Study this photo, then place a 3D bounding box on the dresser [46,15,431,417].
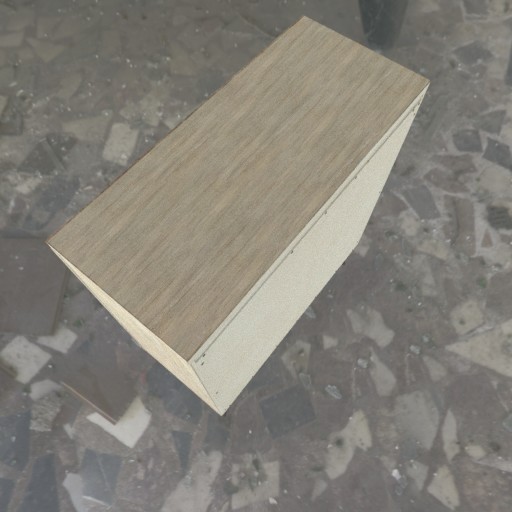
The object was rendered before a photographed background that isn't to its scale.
[{"bbox_3d":[0.000,0.000,1.687,0.457,1.219,1.016,36,69,16],"label":"dresser"}]
